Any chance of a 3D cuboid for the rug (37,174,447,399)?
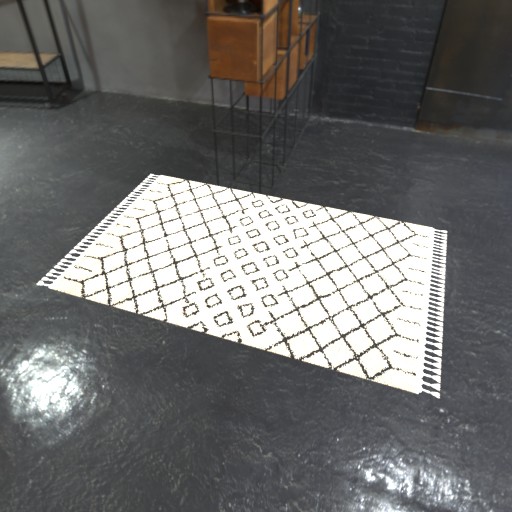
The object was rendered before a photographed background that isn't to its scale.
[{"bbox_3d":[0.000,0.000,2.480,2.006,0.008,1.196,13,43,15],"label":"rug"}]
